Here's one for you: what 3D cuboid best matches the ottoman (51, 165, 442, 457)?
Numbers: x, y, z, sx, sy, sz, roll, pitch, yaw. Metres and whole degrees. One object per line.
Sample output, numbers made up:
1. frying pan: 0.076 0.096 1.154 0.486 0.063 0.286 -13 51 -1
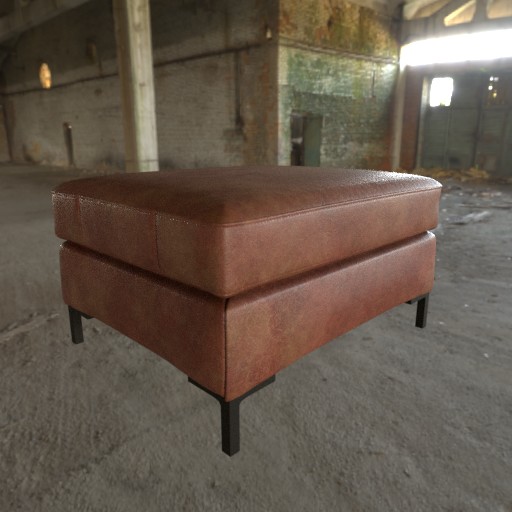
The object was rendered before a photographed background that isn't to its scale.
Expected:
1. ottoman: 0.000 0.000 1.745 0.965 0.667 1.186 14 21 43
